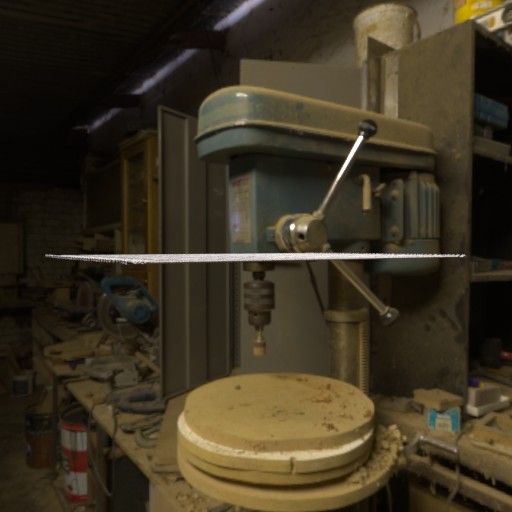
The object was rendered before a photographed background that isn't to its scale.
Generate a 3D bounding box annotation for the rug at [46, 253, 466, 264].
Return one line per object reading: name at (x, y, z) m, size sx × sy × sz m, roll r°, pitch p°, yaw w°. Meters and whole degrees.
rug at (0.000, 0.000, 2.962) m, size 2.312 × 0.017 × 1.613 m, roll -1°, pitch 1°, yaw -35°
